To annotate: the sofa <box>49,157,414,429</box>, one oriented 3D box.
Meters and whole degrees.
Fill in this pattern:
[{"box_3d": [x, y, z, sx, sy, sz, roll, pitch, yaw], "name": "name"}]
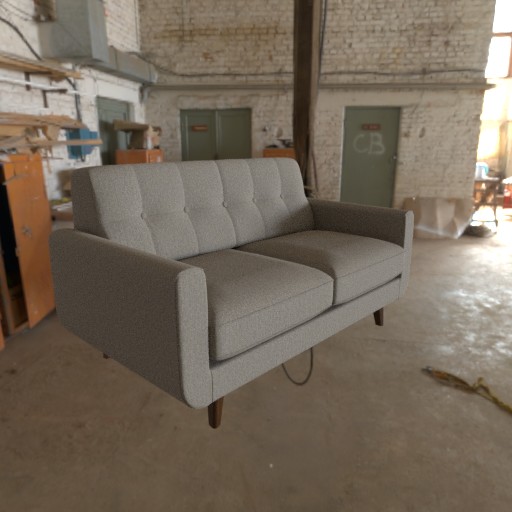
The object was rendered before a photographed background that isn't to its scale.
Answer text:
[{"box_3d": [0.000, 0.000, 2.226, 0.952, 0.925, 1.651, 13, 20, 41], "name": "sofa"}]
